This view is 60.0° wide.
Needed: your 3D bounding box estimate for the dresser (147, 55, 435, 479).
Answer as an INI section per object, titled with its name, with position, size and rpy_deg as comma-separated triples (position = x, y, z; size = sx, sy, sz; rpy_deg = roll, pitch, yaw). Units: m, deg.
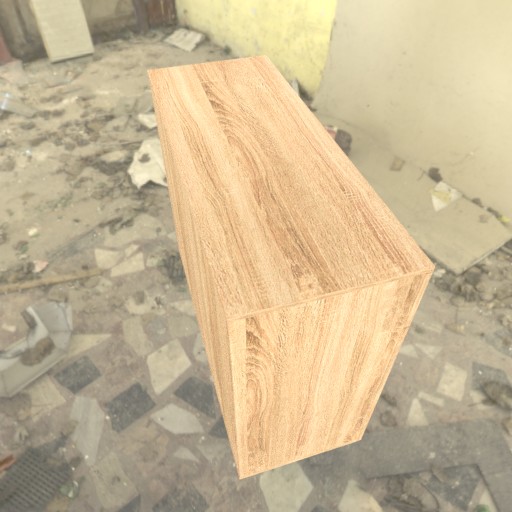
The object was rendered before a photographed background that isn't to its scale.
[dresser]
position = 0.000, 0.000, 1.536
size = 0.450, 0.900, 1.100
rpy_deg = -13, 47, -12
